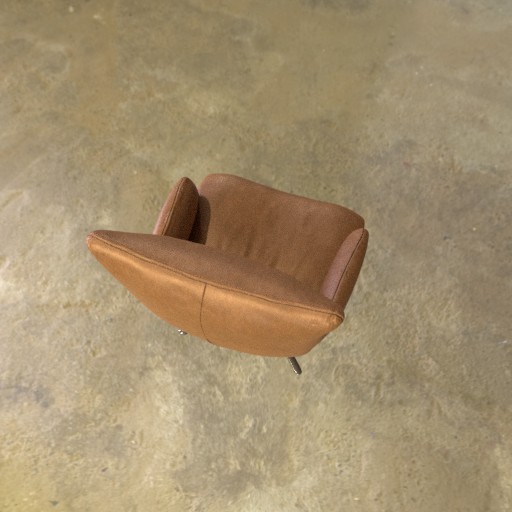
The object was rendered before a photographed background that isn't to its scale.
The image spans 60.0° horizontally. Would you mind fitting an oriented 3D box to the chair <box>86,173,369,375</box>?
[{"bbox_3d":[0.000,0.000,1.560,0.711,1.027,0.794,17,65,8],"label":"chair"}]
